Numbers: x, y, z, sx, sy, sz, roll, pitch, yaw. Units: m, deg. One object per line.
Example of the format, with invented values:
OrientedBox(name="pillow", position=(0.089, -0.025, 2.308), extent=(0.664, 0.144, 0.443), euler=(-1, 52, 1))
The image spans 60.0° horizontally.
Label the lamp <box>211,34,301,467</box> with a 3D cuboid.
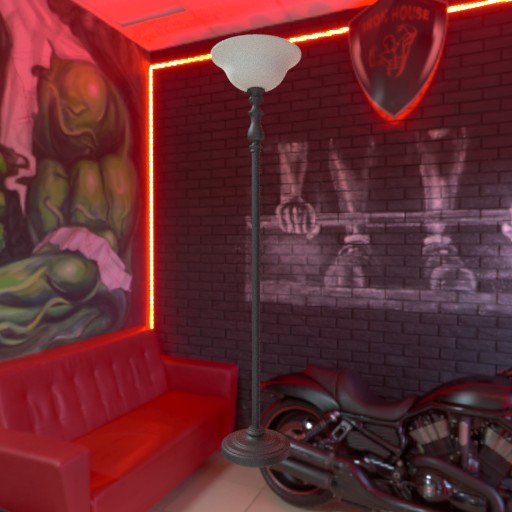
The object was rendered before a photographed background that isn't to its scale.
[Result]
OrientedBox(name="lamp", position=(0.000, 0.000, 2.008), extent=(0.405, 1.797, 0.405), euler=(-1, 1, -34))
